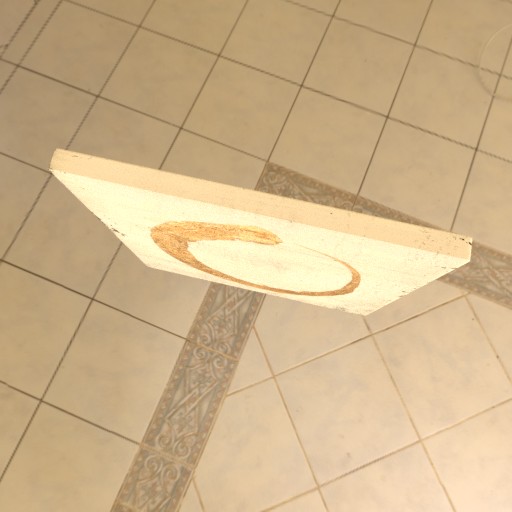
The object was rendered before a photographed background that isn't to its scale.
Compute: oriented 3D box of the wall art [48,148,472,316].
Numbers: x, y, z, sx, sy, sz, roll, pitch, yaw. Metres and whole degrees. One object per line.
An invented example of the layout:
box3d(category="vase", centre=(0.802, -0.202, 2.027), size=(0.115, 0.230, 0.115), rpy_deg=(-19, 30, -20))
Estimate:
box3d(category="wall art", centre=(0.000, 0.000, 0.920), size=(0.610, 0.611, 0.040), rpy_deg=(13, 76, 3))
